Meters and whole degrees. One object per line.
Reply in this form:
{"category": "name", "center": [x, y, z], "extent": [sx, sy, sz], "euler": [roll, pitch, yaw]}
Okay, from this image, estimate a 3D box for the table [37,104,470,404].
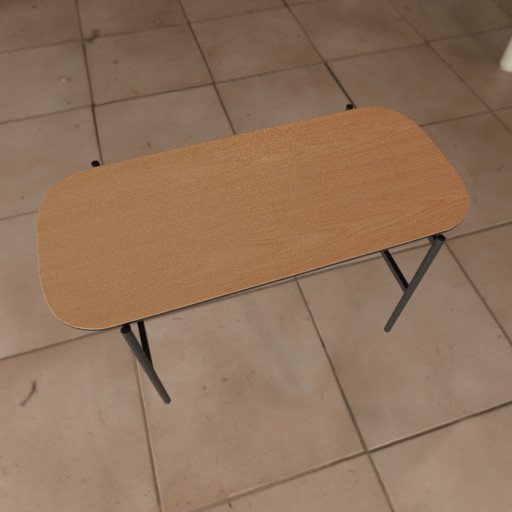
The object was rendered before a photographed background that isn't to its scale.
{"category": "table", "center": [0.000, 0.000, 1.007], "extent": [0.800, 0.400, 0.400], "euler": [-15, 58, -10]}
